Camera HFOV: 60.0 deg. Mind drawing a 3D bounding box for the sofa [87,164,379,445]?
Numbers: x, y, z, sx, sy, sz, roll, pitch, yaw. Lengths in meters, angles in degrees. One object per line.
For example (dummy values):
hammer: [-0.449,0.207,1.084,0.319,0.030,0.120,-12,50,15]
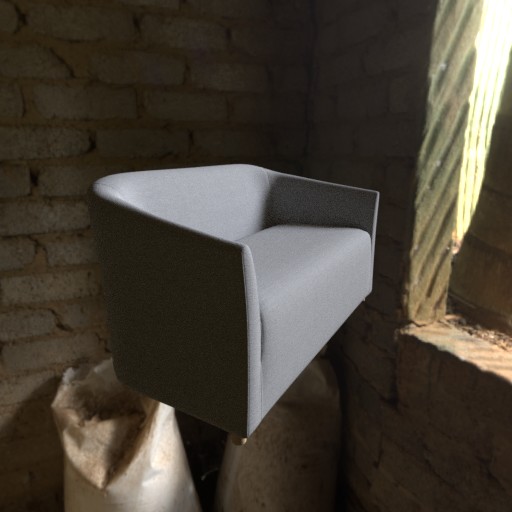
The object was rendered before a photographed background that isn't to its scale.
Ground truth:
sofa: [0.000,0.000,1.877,0.705,0.721,1.452,7,16,27]
